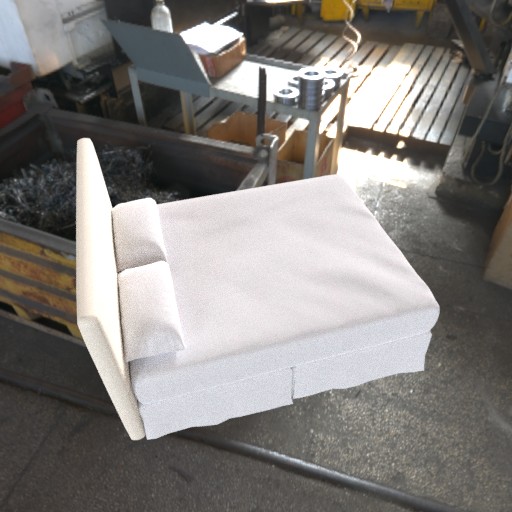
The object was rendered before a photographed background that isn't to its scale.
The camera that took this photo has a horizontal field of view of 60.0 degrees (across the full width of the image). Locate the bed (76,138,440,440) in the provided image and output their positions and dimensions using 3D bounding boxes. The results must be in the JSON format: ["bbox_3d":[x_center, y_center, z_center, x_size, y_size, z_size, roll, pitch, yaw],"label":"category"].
[{"bbox_3d":[0.000,0.000,3.160,2.142,1.330,1.713,-11,46,-11],"label":"bed"}]
